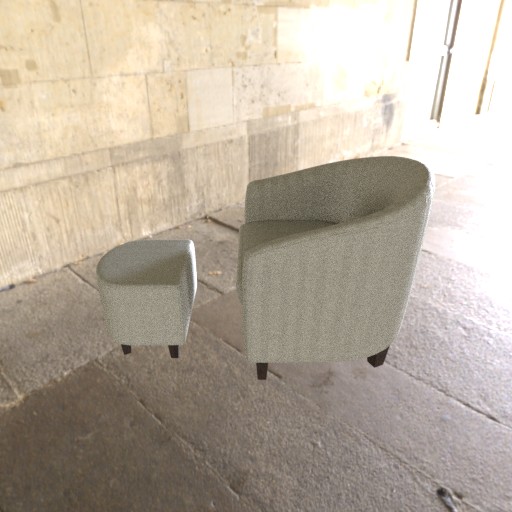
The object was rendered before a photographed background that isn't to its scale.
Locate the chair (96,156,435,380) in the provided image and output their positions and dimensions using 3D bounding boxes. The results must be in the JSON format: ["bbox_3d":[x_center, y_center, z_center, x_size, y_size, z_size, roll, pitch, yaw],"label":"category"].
[{"bbox_3d":[0.000,0.000,1.806,1.288,0.757,0.756,0,27,-1],"label":"chair"}]
